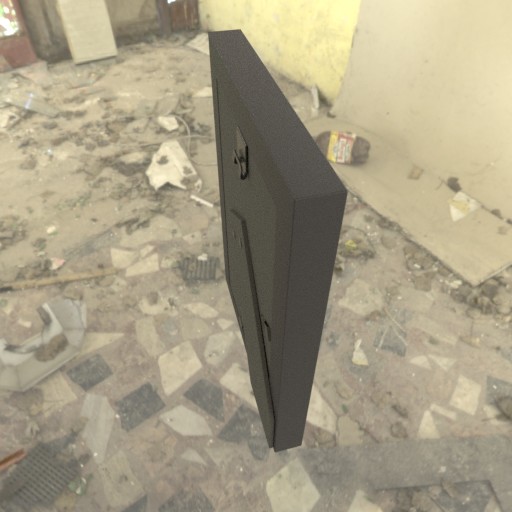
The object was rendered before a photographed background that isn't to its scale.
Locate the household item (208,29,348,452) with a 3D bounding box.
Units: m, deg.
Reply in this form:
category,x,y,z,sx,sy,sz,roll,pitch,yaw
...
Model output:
category,x,y,z,sx,sy,sz,roll,pitch,yaw
household item,0.000,0.000,0.230,0.022,0.178,0.133,-10,46,-10
